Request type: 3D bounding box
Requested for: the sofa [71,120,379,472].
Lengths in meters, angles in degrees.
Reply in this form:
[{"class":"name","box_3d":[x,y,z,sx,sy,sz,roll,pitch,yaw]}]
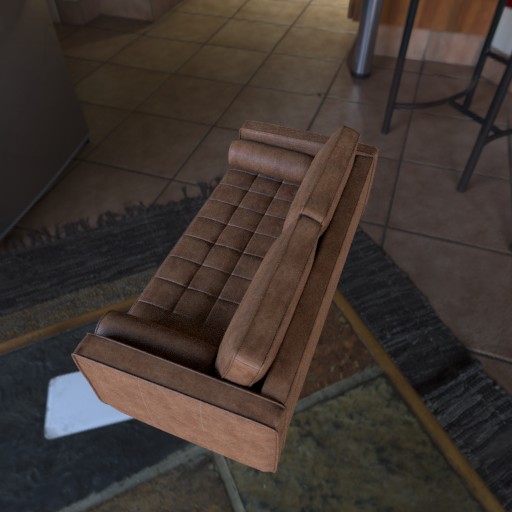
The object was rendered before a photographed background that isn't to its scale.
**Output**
[{"class":"sofa","box_3d":[0.000,0.000,2.430,0.924,0.825,1.920,16,50,14]}]
